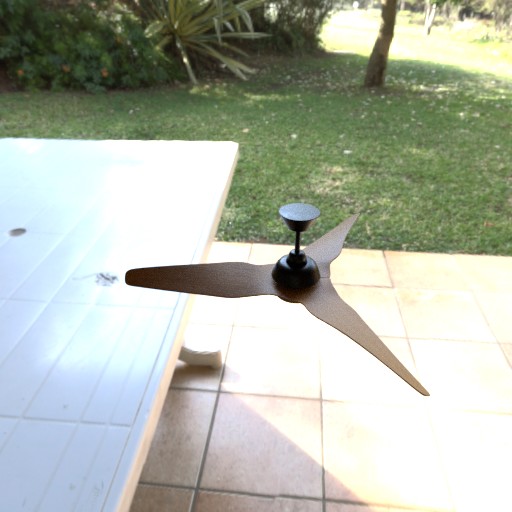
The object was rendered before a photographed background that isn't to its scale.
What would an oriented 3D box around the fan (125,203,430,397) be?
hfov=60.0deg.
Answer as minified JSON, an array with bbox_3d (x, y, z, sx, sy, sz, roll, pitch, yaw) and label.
[{"bbox_3d":[0.000,0.000,1.635,1.010,0.355,1.142,0,31,0],"label":"fan"}]
